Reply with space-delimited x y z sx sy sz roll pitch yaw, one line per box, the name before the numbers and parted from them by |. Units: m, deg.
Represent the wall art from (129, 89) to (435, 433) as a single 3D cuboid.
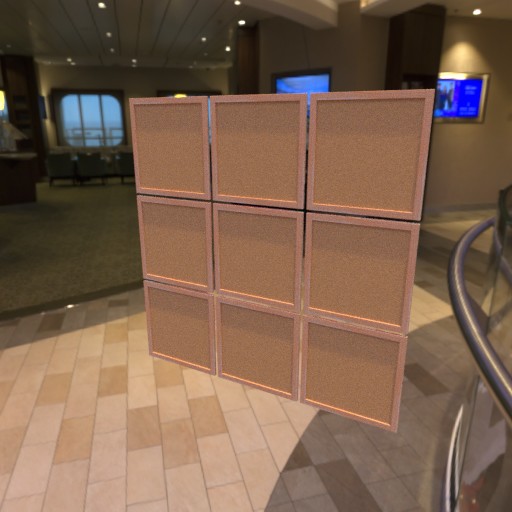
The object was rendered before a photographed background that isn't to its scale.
wall art | 0.000 0.000 1.780 1.216 1.220 0.013 9 19 27
